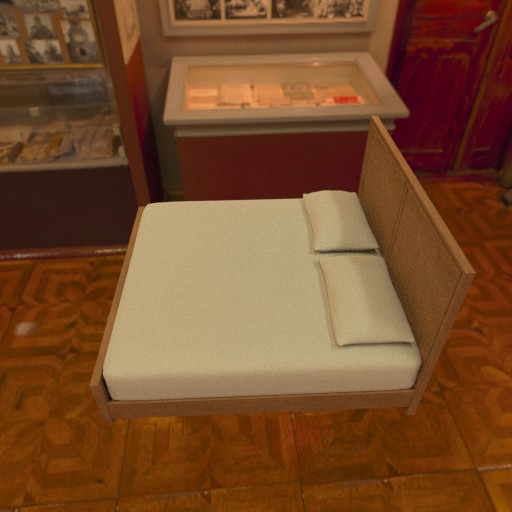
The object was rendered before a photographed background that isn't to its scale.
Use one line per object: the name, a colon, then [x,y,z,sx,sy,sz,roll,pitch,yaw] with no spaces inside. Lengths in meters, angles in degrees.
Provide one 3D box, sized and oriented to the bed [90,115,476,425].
bed: [0.000,0.000,3.467,2.184,1.387,2.003,-2,40,-2]
